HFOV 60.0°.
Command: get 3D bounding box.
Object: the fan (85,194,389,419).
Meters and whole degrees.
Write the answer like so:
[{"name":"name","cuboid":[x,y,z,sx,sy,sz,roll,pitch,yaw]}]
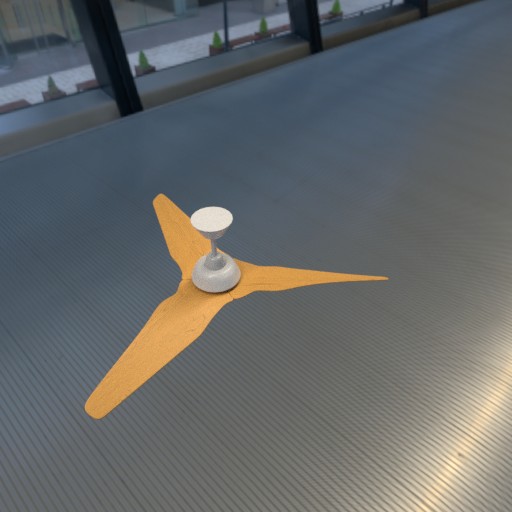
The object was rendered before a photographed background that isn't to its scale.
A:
[{"name":"fan","cuboid":[0.000,0.000,1.639,1.010,0.355,1.142,-1,41,-1]}]
